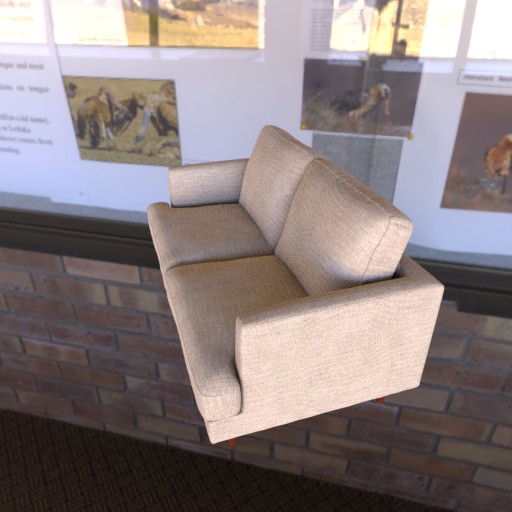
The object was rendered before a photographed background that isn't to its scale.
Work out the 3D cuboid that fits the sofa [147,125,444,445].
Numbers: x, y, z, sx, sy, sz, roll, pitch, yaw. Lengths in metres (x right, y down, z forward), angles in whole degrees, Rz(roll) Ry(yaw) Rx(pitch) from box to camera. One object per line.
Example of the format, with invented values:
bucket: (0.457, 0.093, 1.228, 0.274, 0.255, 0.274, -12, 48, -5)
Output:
sofa: (0.000, 0.000, 2.170, 0.903, 0.944, 1.582, -10, 32, -16)
